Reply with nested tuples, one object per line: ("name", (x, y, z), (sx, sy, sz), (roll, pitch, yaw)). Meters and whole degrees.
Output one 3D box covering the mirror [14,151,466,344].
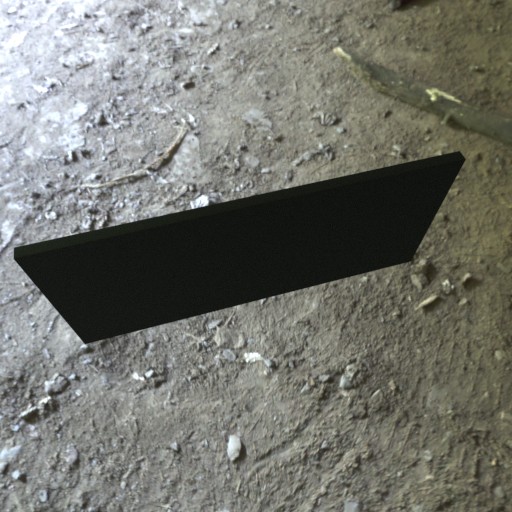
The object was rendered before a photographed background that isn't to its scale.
("mirror", (0.000, 0.000, 1.800), (1.584, 0.692, 0.047), (-13, 58, -9))
